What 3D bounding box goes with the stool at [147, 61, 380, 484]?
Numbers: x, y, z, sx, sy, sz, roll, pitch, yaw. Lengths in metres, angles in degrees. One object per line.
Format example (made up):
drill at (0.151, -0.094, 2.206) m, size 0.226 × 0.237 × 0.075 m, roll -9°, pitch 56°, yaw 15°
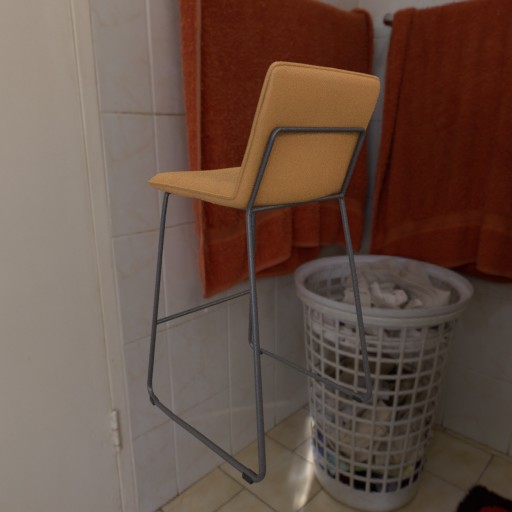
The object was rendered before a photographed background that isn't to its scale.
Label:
stool at (0.000, 0.000, 1.244) m, size 0.489 × 0.936 × 0.524 m, roll -15°, pitch 22°, yaw -42°
